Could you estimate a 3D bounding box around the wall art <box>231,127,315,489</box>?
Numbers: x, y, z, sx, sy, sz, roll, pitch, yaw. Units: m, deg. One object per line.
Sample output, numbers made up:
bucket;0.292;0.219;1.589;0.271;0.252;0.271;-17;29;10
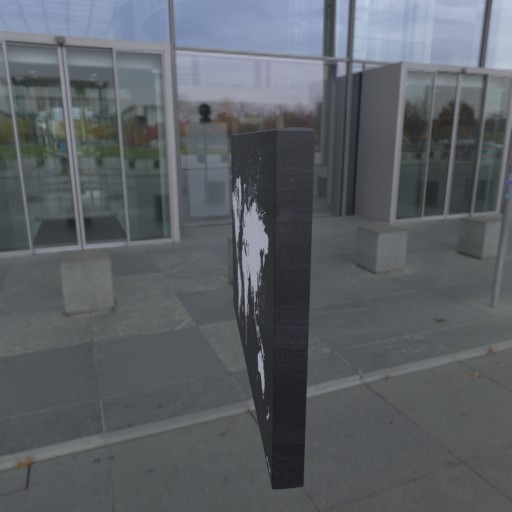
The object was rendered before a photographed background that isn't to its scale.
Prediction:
wall art;0.000;0.000;0.761;0.038;0.409;0.610;-2;15;-7
